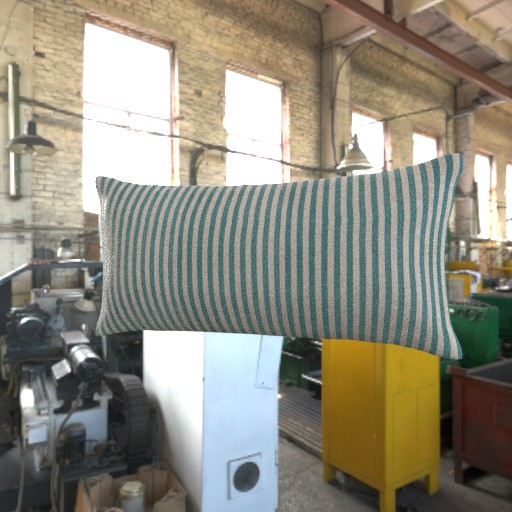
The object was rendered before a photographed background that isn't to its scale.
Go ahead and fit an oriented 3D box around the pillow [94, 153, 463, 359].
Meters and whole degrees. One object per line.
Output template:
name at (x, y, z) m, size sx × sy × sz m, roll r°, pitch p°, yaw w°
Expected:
pillow at (0.000, 0.000, 0.722) m, size 0.617 × 0.295 × 0.151 m, roll 0°, pitch 0°, yaw 17°
